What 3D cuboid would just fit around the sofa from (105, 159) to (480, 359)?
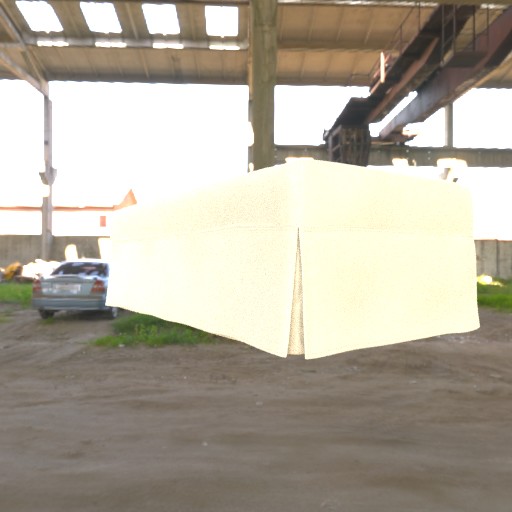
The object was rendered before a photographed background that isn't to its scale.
[{"bbox_3d":[0.000,0.000,2.069,0.939,0.552,1.677,0,0,-35],"label":"sofa"}]
